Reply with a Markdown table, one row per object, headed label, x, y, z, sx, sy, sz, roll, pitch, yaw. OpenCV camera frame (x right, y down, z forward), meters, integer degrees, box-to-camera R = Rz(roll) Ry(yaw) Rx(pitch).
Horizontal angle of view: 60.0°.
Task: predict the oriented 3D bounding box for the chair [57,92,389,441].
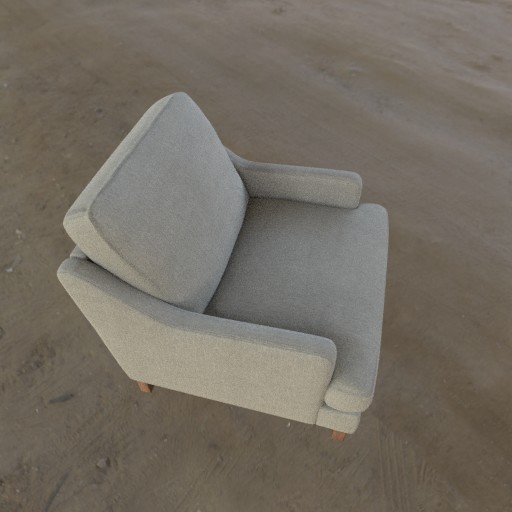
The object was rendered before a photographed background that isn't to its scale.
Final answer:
| label | x | y | z | sx | sy | sz | roll | pitch | yaw |
| --- | --- | --- | --- | --- | --- | --- | --- | --- | --- |
| chair | 0.000 | 0.000 | 1.514 | 0.892 | 0.821 | 0.826 | 11 | 49 | 10 |
